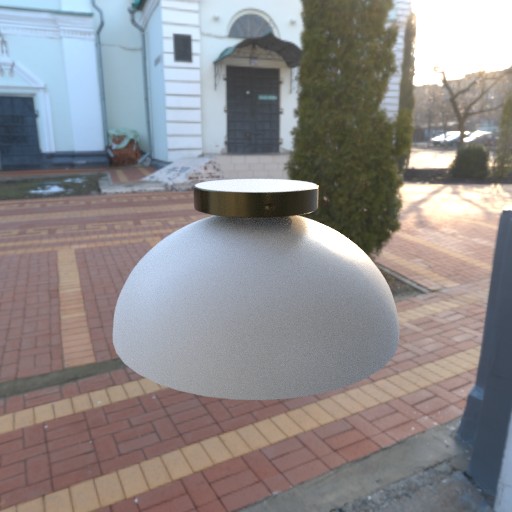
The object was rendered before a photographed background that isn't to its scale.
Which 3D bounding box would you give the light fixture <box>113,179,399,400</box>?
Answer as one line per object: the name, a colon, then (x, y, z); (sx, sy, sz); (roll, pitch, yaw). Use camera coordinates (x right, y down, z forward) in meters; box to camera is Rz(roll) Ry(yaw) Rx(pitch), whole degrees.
light fixture: (0.000, 0.000, 0.552); (0.355, 0.177, 0.355); (0, 15, 0)
